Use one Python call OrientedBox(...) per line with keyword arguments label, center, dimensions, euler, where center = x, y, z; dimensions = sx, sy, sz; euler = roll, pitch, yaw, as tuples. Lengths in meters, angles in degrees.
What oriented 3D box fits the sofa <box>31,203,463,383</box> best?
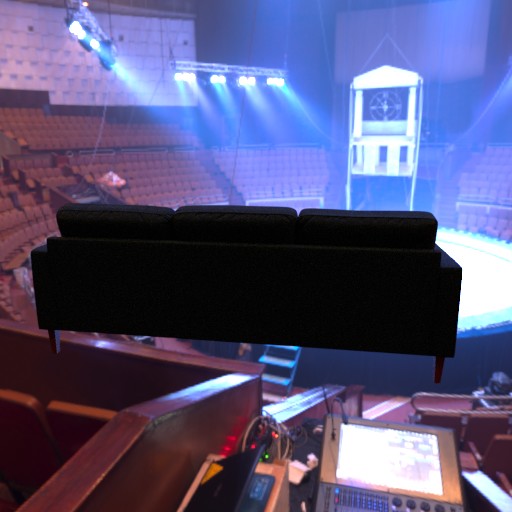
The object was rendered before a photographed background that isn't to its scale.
OrientedBox(label="sofa", center=(0.000, 0.000, 2.956), dimensions=(2.185, 0.841, 1.613), euler=(2, 14, 9))
